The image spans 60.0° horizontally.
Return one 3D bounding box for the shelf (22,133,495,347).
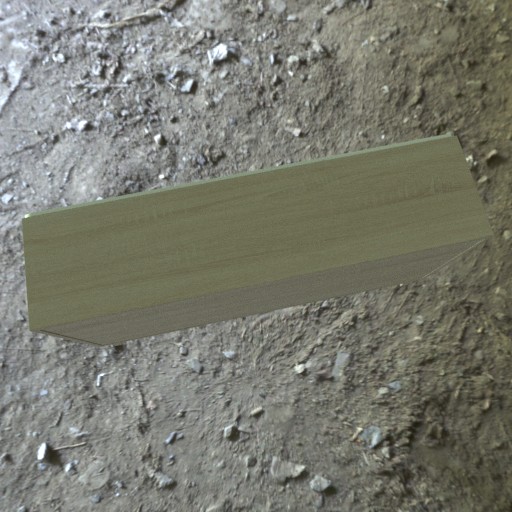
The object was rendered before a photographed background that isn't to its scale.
[{"bbox_3d":[0.000,0.000,1.815,1.490,0.780,0.400,-11,74,-3],"label":"shelf"}]
